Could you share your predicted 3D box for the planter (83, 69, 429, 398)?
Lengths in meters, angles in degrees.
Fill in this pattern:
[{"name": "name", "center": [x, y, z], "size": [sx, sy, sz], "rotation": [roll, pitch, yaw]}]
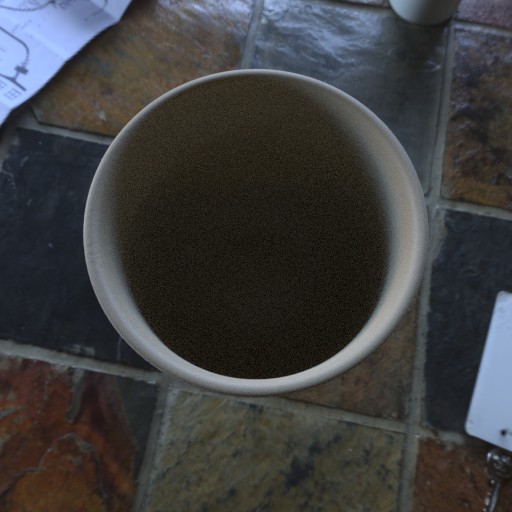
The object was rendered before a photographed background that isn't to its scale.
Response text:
[{"name": "planter", "center": [0.000, 0.000, 0.358], "size": [0.208, 0.190, 0.208], "rotation": [0, 76, 0]}]
